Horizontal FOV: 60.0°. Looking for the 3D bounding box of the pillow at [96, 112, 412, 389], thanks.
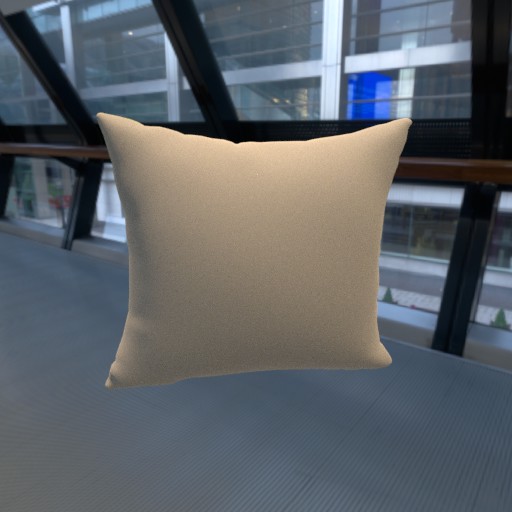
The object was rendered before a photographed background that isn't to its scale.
[{"bbox_3d":[0.000,0.000,0.798,0.560,0.487,0.229,-2,14,-9],"label":"pillow"}]
